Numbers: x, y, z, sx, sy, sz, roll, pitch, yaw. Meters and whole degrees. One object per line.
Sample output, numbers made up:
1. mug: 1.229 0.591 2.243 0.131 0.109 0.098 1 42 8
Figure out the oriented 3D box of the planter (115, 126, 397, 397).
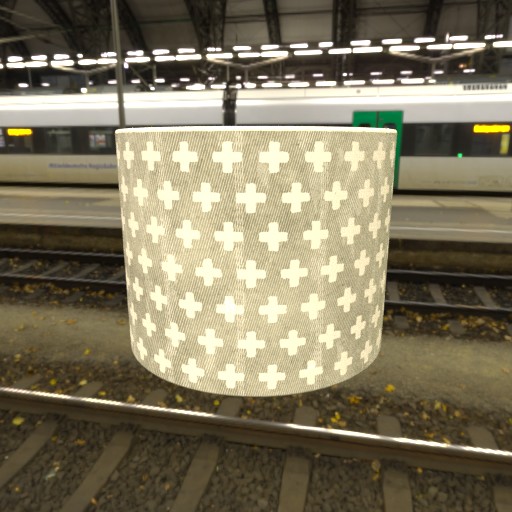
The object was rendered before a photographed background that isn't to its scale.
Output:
1. planter: 0.000 0.000 0.440 0.250 0.239 0.250 0 14 0
